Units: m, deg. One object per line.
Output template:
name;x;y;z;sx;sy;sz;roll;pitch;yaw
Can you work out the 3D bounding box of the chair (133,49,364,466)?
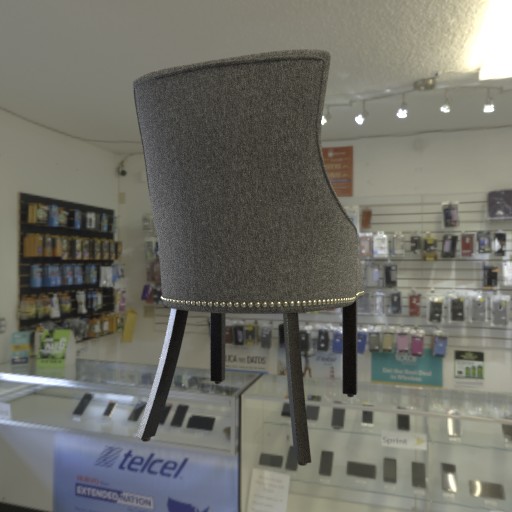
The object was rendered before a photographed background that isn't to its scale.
chair;0.000;0.000;1.279;0.566;0.909;0.629;0;-1;19
